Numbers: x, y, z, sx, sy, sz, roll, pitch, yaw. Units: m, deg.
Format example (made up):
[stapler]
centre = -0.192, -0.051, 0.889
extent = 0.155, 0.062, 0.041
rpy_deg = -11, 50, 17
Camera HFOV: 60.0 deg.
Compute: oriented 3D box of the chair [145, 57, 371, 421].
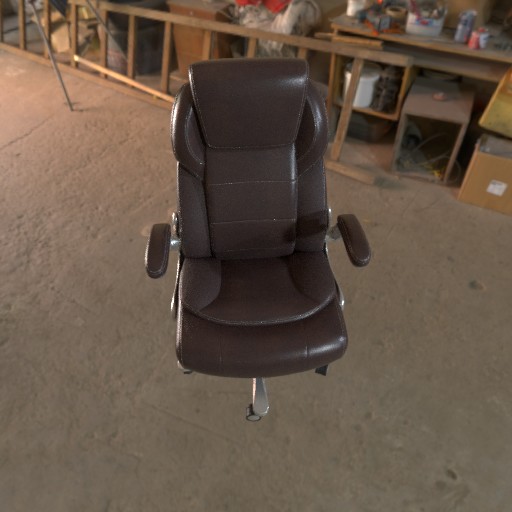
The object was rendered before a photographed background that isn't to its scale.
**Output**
[chair]
centre = 0.000, 0.000, 1.620
extent = 0.733, 1.160, 0.774
rpy_deg = -3, 47, -3
